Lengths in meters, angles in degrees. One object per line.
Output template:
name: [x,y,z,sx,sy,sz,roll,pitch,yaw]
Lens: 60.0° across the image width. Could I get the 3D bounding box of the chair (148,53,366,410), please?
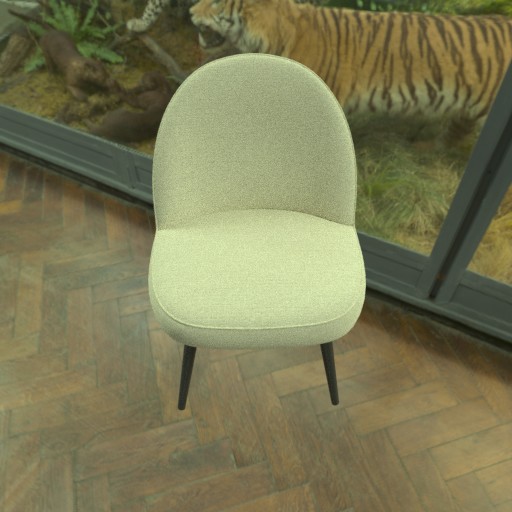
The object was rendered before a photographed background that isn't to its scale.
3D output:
chair: [0.000,0.000,1.160,0.532,0.838,0.540,-1,47,-1]
